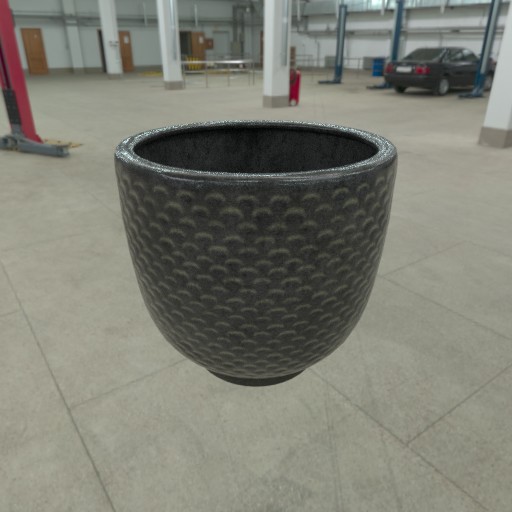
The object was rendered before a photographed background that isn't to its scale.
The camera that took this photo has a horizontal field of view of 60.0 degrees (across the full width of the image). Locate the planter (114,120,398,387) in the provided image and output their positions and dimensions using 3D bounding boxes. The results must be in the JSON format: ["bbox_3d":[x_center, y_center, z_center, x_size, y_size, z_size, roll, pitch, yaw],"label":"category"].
[{"bbox_3d":[0.000,0.000,0.311,0.172,0.160,0.172,0,26,0],"label":"planter"}]
